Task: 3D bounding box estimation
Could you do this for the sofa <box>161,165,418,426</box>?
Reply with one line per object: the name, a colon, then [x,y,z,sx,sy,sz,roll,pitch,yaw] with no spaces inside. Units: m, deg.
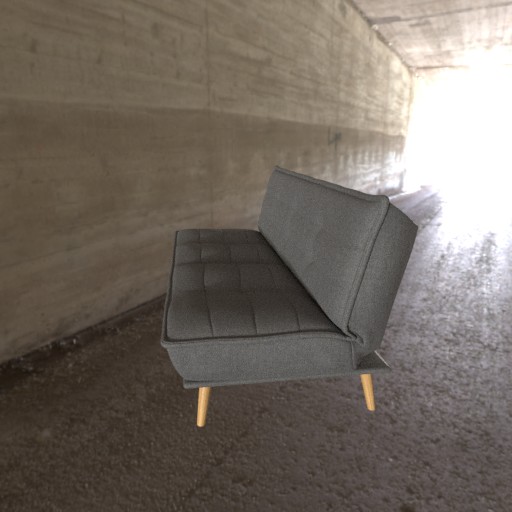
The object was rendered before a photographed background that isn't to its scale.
sofa: [0.000,0.000,2.469,0.950,0.890,1.940,-2,15,-8]
